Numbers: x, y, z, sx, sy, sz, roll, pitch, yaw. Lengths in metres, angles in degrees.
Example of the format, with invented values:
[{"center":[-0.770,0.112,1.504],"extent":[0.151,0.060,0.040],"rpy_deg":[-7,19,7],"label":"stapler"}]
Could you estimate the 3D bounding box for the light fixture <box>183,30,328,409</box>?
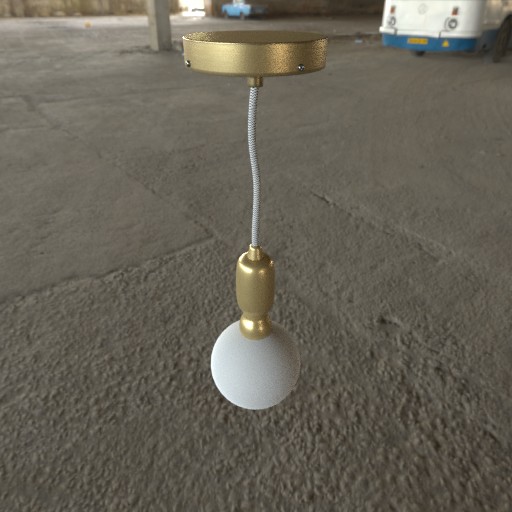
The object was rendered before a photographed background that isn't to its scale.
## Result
[{"center":[0.000,0.000,0.571],"extent":[0.147,0.510,0.146],"rpy_deg":[-20,36,-29],"label":"light fixture"}]
